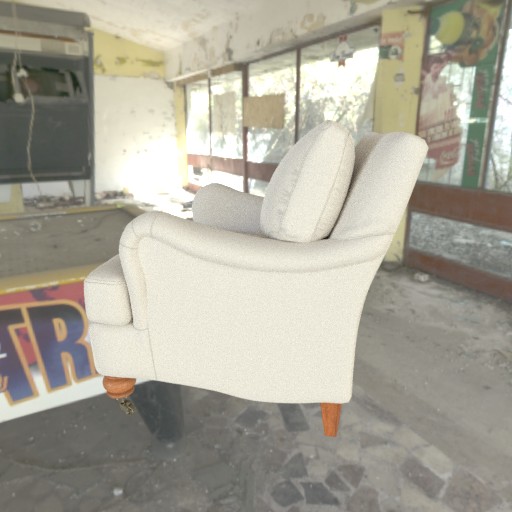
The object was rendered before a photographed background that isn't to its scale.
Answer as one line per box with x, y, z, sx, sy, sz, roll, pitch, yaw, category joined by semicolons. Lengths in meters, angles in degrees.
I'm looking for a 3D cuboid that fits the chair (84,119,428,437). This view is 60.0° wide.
0.000;0.000;1.797;1.070;1.038;0.955;2;16;8;chair
